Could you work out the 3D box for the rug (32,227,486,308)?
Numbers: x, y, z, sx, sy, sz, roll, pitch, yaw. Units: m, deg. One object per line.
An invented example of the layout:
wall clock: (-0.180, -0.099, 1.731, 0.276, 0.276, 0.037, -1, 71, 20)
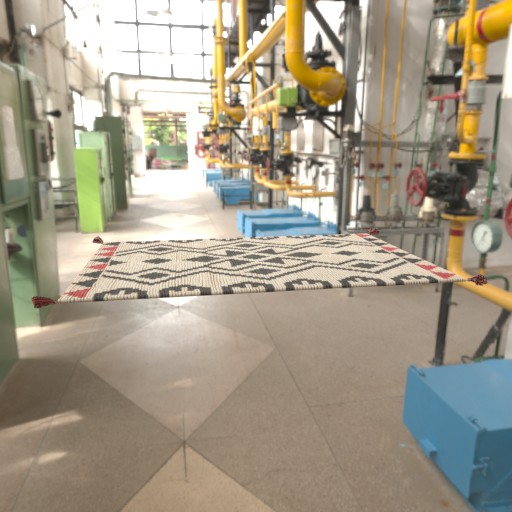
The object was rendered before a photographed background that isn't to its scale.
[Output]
rug: (0.000, 0.000, 3.303, 2.672, 0.066, 1.741, -2, 14, -9)
